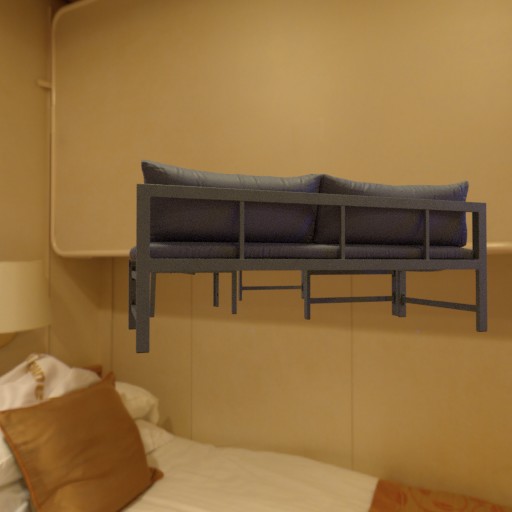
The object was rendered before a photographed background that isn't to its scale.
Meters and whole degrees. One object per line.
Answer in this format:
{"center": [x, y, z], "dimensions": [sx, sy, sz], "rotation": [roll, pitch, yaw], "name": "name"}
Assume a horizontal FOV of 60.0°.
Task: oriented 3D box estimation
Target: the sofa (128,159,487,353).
{"center": [0.000, 0.000, 2.920], "dimensions": [1.658, 0.762, 2.149], "rotation": [0, -1, -19], "name": "sofa"}
